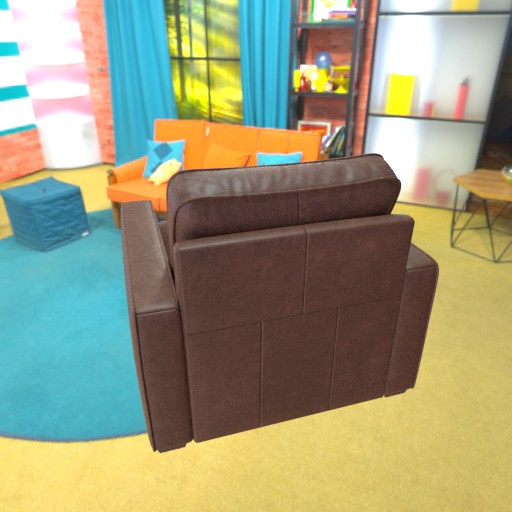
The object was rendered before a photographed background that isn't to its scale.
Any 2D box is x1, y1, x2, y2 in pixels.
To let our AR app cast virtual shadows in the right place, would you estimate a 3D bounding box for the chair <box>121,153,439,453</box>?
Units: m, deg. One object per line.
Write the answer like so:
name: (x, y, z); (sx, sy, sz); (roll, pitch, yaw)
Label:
chair: (0.000, 0.000, 1.762); (1.017, 0.919, 0.940); (-8, 28, -15)
